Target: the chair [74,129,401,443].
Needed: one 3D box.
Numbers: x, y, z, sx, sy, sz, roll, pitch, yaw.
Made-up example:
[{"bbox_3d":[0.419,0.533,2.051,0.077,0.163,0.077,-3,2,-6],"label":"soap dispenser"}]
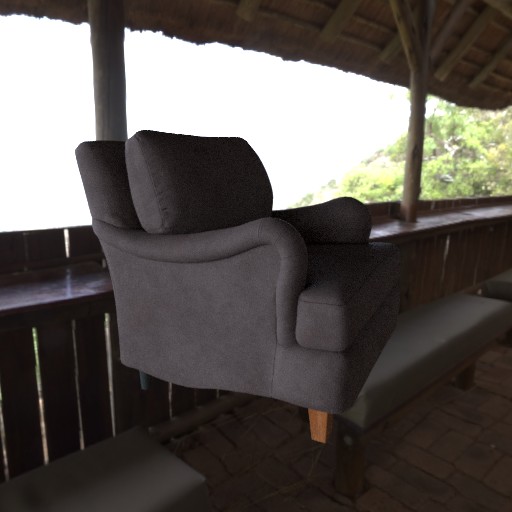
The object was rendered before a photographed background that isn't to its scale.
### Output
[{"bbox_3d":[0.000,0.000,1.847,1.070,0.997,0.955,6,14,26],"label":"chair"}]
